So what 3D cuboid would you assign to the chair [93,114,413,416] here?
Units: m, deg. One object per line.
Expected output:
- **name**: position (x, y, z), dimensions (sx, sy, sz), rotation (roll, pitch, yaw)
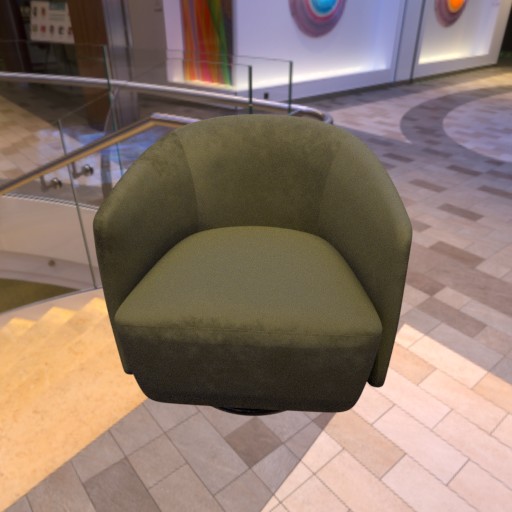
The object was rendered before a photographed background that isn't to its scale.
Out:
- **chair**: position (0.000, 0.000, 1.366), dimensions (0.773, 0.698, 0.767), rotation (2, 31, 4)
